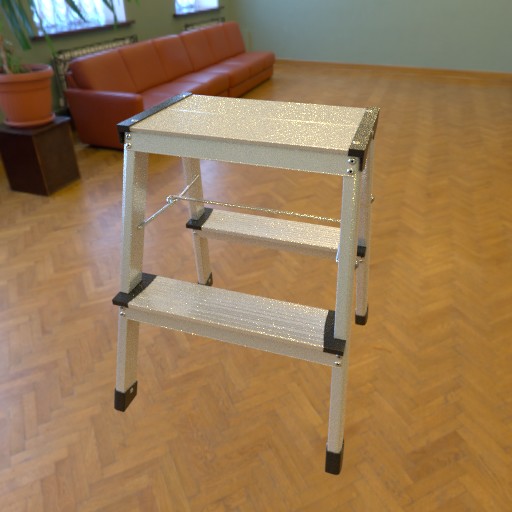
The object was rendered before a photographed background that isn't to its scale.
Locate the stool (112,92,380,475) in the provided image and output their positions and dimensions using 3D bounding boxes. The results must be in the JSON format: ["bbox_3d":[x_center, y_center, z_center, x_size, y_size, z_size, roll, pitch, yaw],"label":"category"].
[{"bbox_3d":[0.000,0.000,0.766,0.404,0.480,0.405,10,34,15],"label":"stool"}]
